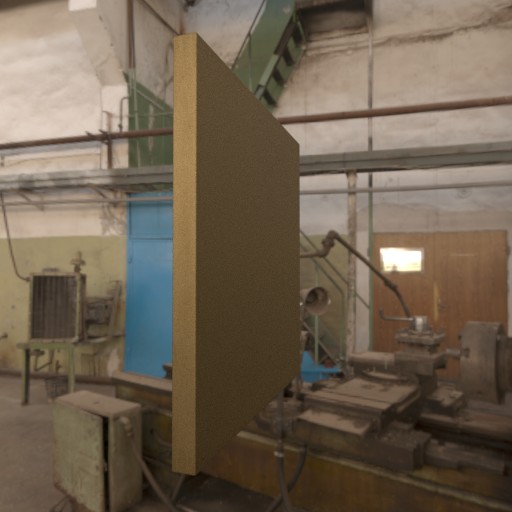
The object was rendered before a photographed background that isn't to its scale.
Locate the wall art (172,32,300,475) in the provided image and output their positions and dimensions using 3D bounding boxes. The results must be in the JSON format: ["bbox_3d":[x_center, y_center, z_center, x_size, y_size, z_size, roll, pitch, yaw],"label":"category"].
[{"bbox_3d":[0.000,0.000,0.747,0.031,0.506,0.503,0,-1,19],"label":"wall art"}]
